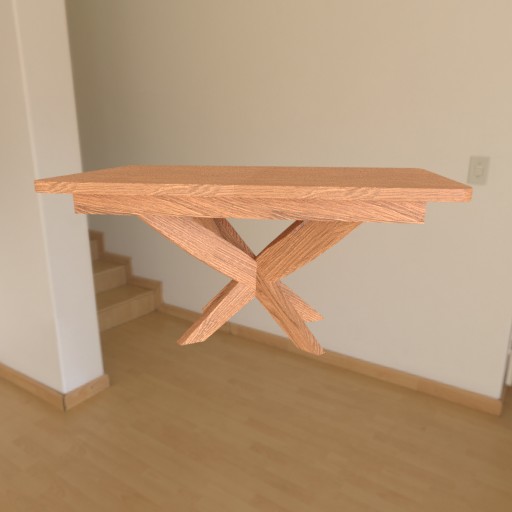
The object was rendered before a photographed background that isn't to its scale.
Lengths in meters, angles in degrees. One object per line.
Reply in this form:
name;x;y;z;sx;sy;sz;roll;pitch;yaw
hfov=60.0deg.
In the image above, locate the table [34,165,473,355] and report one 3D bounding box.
table;0.000;0.000;2.099;1.600;0.770;0.950;2;16;9
